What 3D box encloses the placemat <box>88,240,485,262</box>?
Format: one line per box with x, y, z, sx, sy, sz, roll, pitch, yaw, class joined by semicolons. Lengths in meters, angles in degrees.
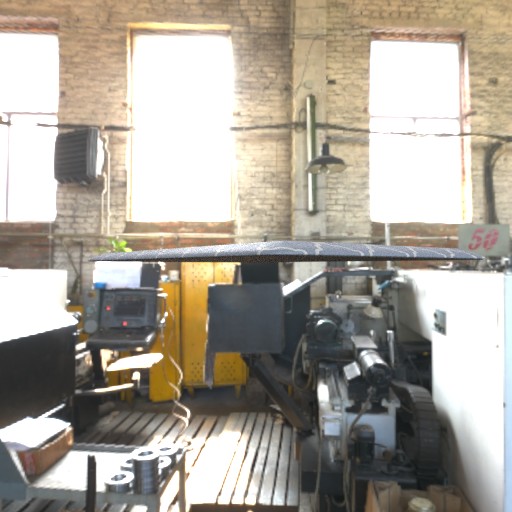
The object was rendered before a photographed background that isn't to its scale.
0.000;0.000;0.960;0.508;0.021;0.762;1;-2;-37;placemat
